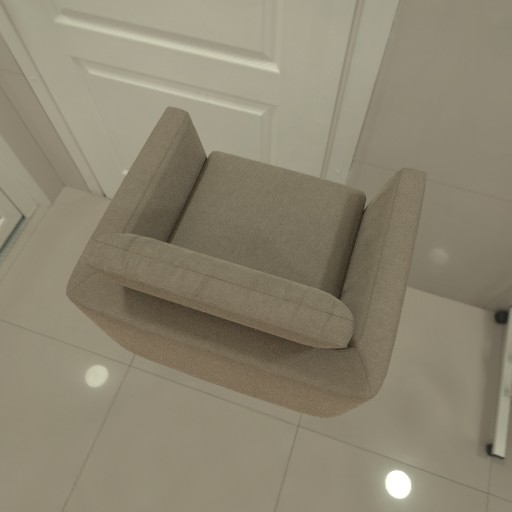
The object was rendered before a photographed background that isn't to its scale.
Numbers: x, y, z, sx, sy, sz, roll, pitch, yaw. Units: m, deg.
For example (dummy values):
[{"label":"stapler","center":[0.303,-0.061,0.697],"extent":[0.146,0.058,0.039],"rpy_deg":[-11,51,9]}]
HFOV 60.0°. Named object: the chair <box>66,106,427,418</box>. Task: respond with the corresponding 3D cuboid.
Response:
[{"label":"chair","center":[0.000,0.000,1.665],"extent":[1.041,0.864,0.889],"rpy_deg":[17,64,8]}]
